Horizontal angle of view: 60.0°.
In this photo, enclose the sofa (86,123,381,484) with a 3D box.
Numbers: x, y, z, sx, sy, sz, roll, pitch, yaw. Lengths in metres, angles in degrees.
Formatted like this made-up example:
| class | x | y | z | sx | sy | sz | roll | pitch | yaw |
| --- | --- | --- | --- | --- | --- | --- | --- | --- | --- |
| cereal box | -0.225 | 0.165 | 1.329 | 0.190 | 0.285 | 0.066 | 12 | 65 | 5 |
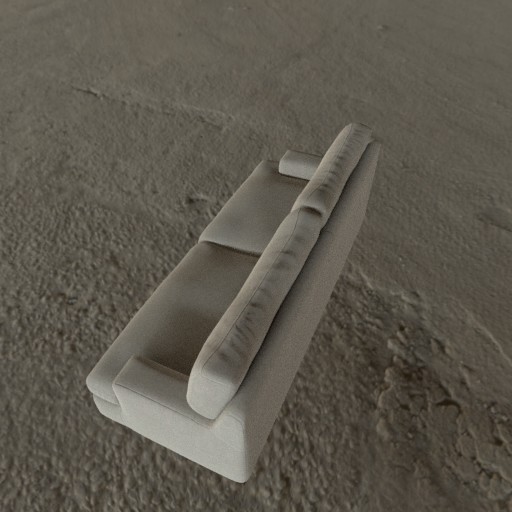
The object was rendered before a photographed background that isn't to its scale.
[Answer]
| class | x | y | z | sx | sy | sz | roll | pitch | yaw |
| --- | --- | --- | --- | --- | --- | --- | --- | --- | --- |
| sofa | 0.000 | 0.000 | 2.856 | 0.962 | 0.980 | 2.354 | 18 | 48 | 17 |
